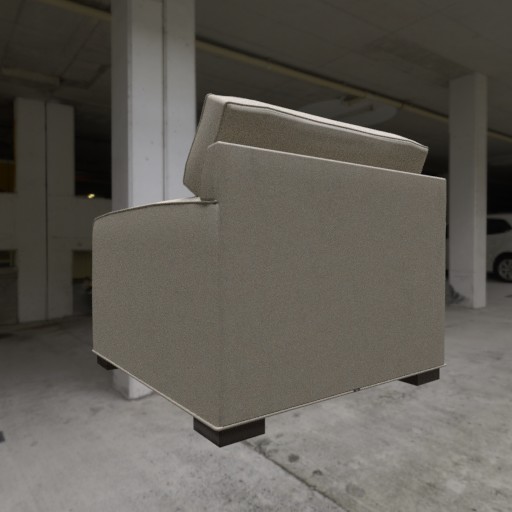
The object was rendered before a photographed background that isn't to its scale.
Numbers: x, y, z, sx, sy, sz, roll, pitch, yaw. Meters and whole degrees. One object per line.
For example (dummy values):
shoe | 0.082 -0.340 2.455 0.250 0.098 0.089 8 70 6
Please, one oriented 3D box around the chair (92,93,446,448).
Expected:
chair | 0.000 0.000 1.763 0.998 0.913 1.043 -1 1 -36
